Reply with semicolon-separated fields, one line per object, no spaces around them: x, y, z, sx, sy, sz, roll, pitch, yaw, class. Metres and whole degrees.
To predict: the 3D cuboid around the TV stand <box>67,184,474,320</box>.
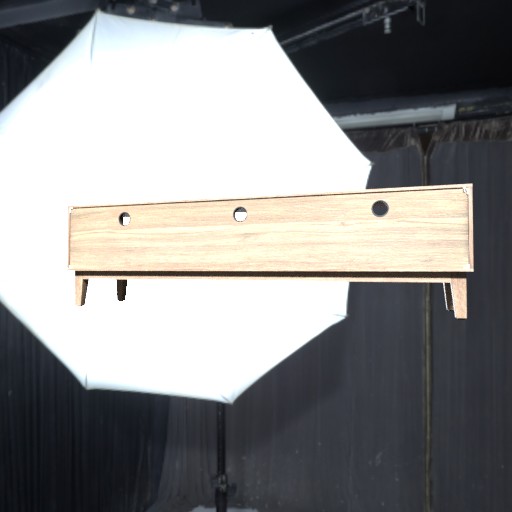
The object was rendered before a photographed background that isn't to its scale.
0.000;0.000;1.723;1.482;0.409;0.366;-1;-2;18;TV stand
